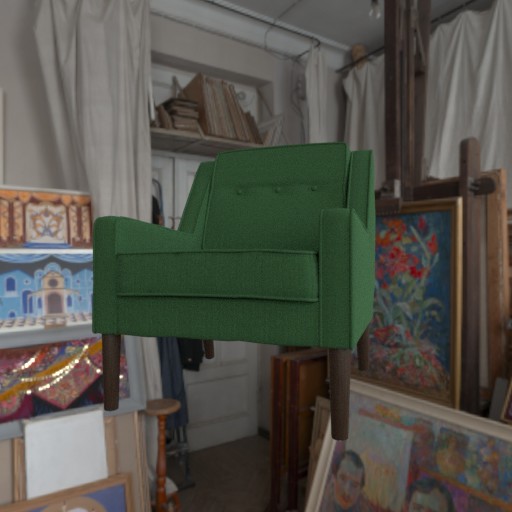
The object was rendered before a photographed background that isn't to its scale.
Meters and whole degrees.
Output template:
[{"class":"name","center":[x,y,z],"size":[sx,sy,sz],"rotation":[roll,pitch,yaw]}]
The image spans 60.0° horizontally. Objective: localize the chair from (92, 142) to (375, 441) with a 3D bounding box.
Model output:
[{"class":"chair","center":[0.000,0.000,1.341],"size":[0.663,0.792,0.743],"rotation":[0,0,18]}]
